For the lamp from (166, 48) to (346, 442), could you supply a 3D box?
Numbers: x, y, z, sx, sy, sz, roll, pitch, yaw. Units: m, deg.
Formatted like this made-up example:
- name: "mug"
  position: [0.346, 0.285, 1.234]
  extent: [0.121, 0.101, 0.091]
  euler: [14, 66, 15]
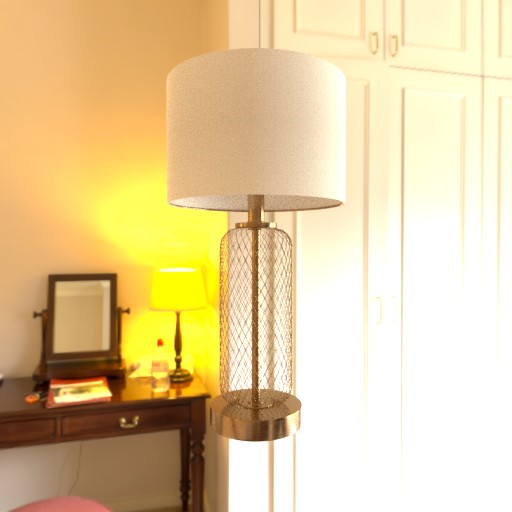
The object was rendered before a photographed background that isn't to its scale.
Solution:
- name: "lamp"
  position: [0.000, 0.000, 0.639]
  extent: [0.252, 0.483, 0.252]
  euler: [1, 1, 38]
